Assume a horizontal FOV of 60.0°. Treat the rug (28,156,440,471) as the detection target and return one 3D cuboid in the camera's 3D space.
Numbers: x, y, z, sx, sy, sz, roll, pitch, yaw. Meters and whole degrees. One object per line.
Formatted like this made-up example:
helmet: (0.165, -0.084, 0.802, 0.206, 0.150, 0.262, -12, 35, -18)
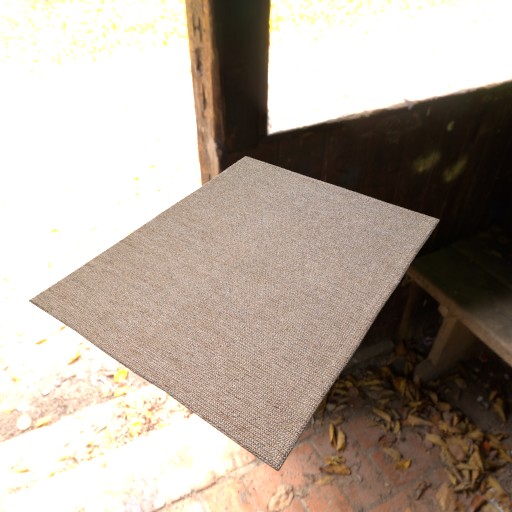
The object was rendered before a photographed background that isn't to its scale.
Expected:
rug: (0.000, 0.000, 4.030, 2.406, 0.012, 3.034, 24, 45, 26)
